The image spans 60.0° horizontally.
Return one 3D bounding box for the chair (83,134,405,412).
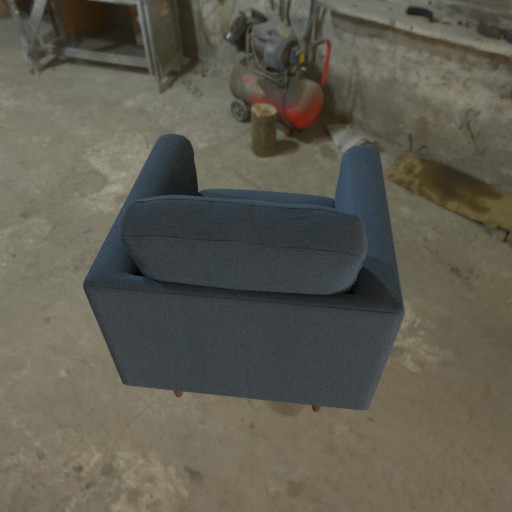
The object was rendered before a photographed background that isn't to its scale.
[{"bbox_3d":[0.000,0.000,1.576,0.855,0.922,0.820,5,46,5],"label":"chair"}]
